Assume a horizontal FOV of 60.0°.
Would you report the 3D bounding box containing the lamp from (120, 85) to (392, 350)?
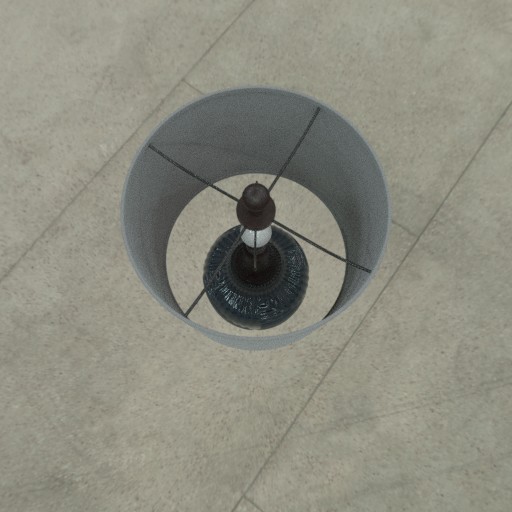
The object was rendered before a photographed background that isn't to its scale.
[{"bbox_3d":[0.000,0.000,0.760,0.318,0.567,0.318,0,76,0],"label":"lamp"}]
